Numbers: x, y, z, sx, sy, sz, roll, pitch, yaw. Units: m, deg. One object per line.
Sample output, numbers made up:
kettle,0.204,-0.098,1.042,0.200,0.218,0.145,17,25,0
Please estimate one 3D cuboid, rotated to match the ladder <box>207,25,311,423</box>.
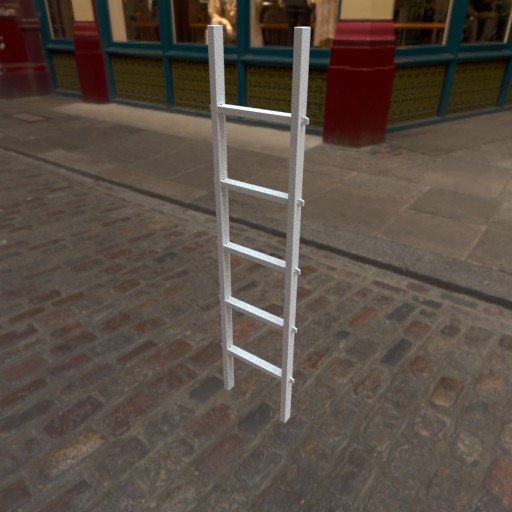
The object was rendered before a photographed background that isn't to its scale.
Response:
ladder,0.000,0.000,1.952,0.452,1.797,0.051,20,34,31
